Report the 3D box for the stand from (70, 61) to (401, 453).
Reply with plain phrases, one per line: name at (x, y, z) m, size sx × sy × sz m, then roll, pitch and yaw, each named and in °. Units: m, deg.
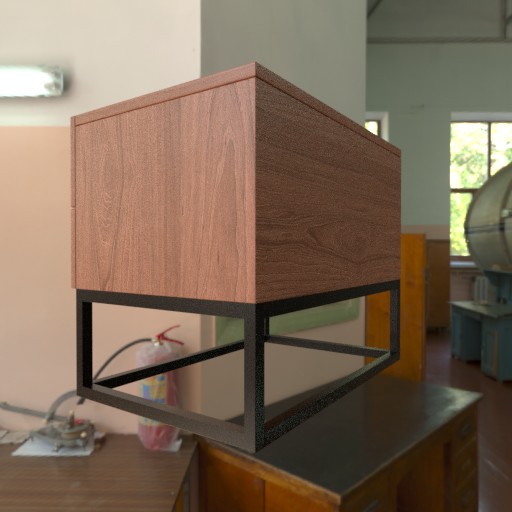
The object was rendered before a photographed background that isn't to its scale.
stand at (0.000, 0.000, 0.928) m, size 0.420 × 0.500 × 0.600 m, roll 0°, pitch 1°, yaw 35°
